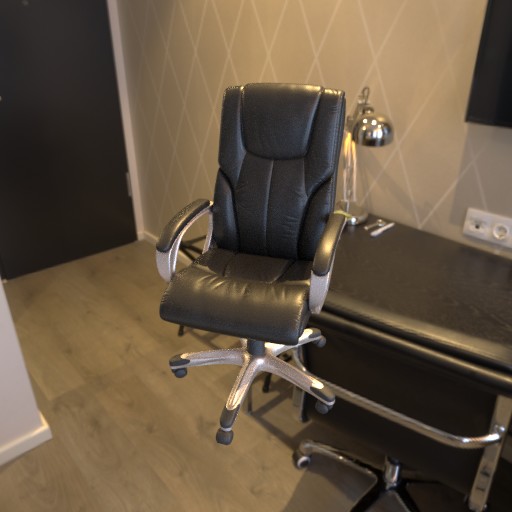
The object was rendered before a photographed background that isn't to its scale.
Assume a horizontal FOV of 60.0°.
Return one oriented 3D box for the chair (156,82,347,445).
[{"bbox_3d":[0.000,0.000,1.649,0.700,1.145,0.780,8,28,16],"label":"chair"}]
